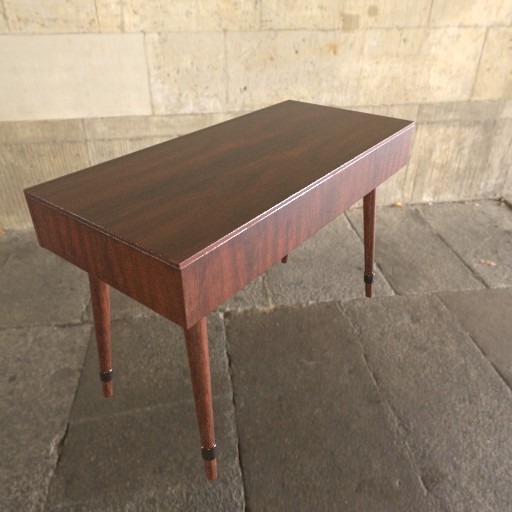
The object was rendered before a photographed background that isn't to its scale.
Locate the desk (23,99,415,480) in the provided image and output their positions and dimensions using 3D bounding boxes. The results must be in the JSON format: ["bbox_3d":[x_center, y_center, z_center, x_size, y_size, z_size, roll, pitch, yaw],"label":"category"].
[{"bbox_3d":[0.000,0.000,2.078,0.734,1.031,1.577,22,39,31],"label":"desk"}]
